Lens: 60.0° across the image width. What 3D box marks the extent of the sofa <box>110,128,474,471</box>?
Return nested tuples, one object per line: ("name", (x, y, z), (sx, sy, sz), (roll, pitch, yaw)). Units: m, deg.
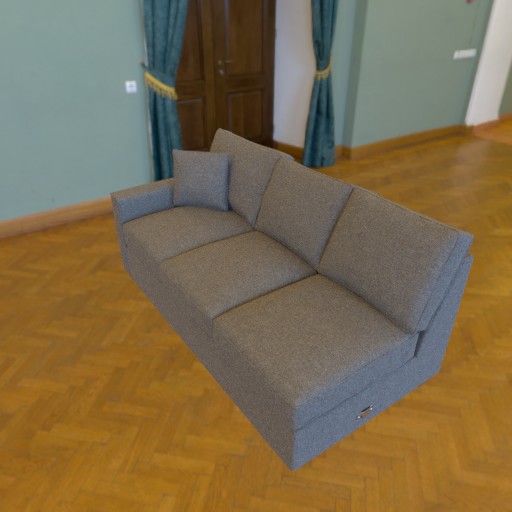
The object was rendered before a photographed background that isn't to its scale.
("sofa", (0.000, 0.000, 2.534), (1.034, 0.946, 1.963), (-20, 36, -29))
